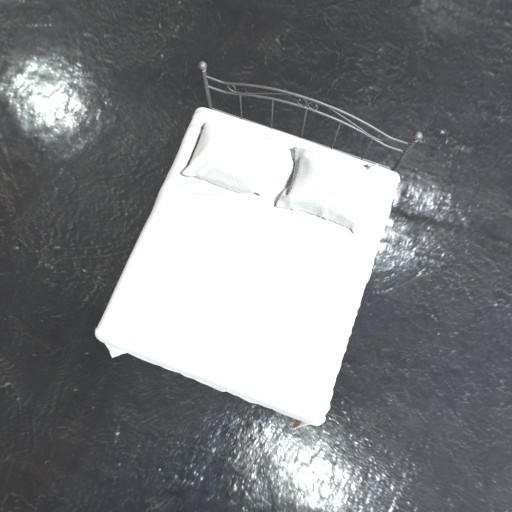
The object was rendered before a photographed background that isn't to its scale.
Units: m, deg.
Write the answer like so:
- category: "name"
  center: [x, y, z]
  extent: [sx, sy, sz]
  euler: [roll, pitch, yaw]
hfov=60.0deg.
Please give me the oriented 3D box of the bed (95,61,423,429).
- category: "bed"
  center: [0.000, 0.000, 3.341]
  extent: [1.936, 1.080, 2.215]
  euler: [20, 77, 5]
